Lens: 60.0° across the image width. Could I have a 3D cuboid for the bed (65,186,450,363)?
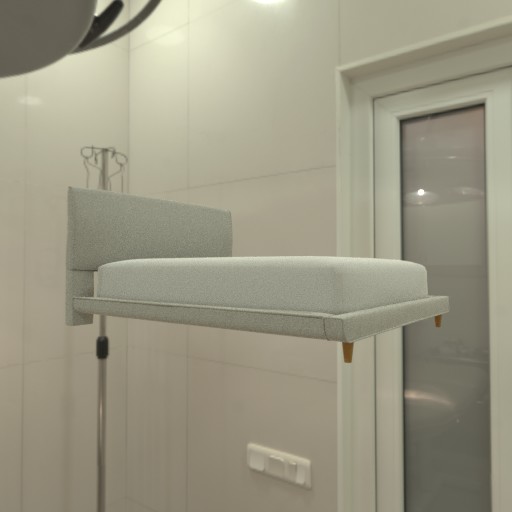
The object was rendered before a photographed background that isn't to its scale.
[{"bbox_3d":[0.000,0.000,3.405,2.368,1.067,1.840,-1,-2,37],"label":"bed"}]
